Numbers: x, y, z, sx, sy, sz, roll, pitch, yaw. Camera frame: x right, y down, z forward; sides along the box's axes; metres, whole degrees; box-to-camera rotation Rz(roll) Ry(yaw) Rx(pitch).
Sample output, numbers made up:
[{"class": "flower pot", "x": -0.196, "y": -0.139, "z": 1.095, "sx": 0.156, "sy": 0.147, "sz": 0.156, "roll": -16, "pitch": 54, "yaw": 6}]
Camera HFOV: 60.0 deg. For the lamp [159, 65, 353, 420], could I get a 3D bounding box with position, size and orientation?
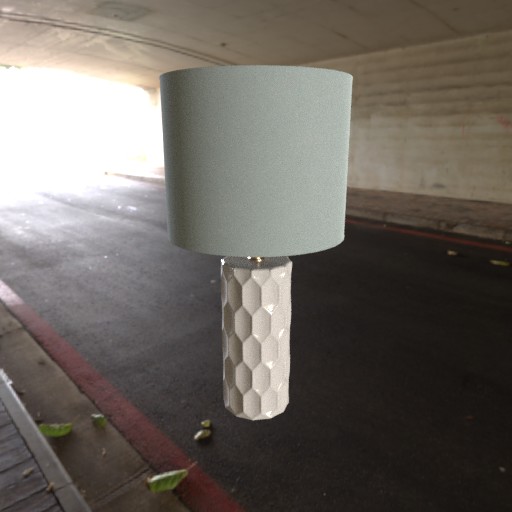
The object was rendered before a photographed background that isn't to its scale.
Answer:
[{"class": "lamp", "x": 0.000, "y": 0.000, "z": 0.717, "sx": 0.277, "sy": 0.534, "sz": 0.277, "roll": -2, "pitch": 16, "yaw": -9}]
